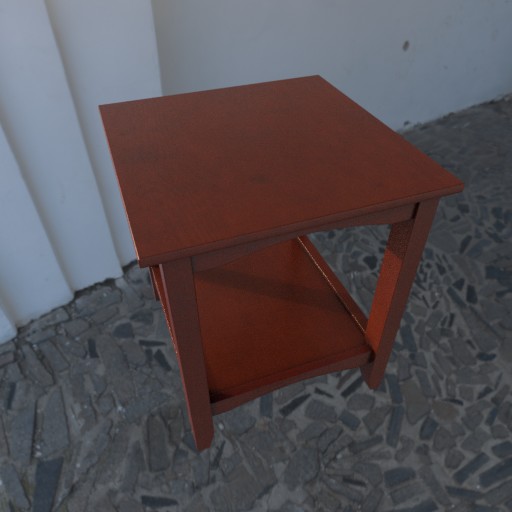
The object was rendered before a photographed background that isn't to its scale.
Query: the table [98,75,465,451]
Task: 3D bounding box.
[{"bbox_3d":[0.000,0.000,0.976,0.522,0.558,0.523,-12,43,-13],"label":"table"}]
